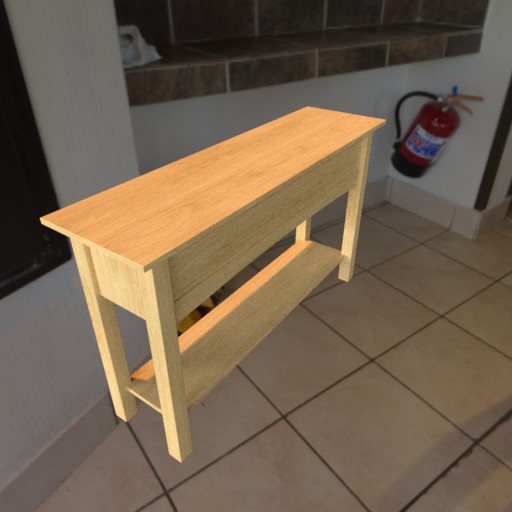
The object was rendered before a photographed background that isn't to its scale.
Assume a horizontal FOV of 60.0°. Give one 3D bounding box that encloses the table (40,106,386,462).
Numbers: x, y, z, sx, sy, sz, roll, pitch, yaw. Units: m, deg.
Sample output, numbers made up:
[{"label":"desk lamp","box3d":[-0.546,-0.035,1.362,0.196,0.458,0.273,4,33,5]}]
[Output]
[{"label":"table","box3d":[0.000,0.000,1.565,0.350,0.730,1.240,21,38,29]}]
